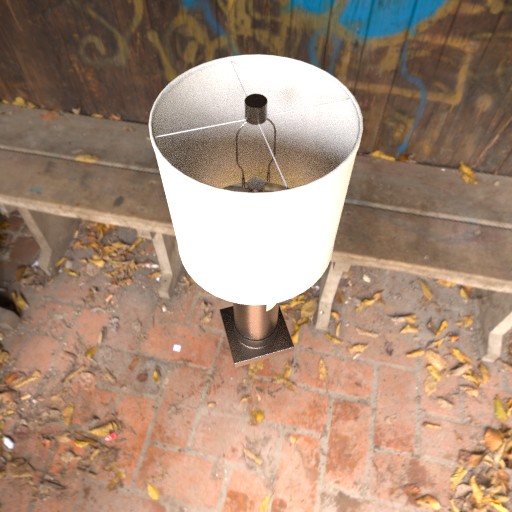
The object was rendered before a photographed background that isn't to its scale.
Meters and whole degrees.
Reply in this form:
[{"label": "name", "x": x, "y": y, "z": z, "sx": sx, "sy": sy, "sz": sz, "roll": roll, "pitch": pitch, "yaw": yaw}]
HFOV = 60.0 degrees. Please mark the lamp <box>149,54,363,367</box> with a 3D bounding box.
[{"label": "lamp", "x": 0.000, "y": 0.000, "z": 0.619, "sx": 0.202, "sy": 0.509, "sz": 0.202, "roll": -14, "pitch": 57, "yaw": -9}]
